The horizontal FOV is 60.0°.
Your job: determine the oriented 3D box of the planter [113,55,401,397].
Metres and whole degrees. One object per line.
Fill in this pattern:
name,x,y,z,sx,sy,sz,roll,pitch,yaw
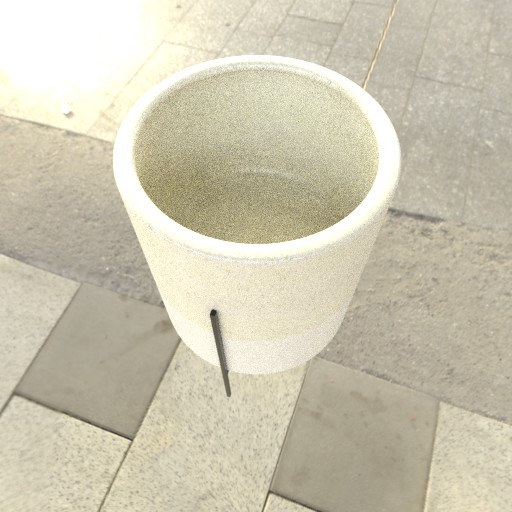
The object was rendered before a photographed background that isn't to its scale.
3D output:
planter,0.000,0.000,0.702,0.324,0.483,0.333,15,59,9
